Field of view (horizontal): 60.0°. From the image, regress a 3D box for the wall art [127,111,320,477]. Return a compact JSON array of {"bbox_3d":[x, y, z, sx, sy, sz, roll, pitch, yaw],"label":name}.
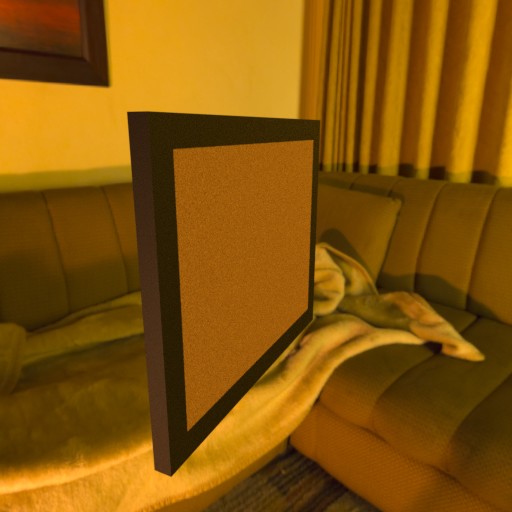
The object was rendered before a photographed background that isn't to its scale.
[{"bbox_3d":[0.000,0.000,0.768,0.028,0.460,0.561,8,18,25],"label":"wall art"}]
